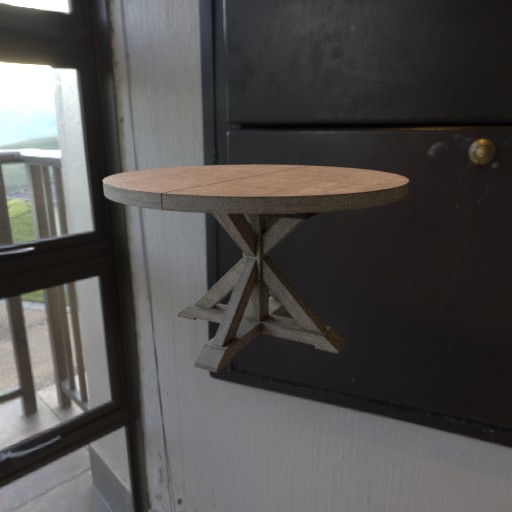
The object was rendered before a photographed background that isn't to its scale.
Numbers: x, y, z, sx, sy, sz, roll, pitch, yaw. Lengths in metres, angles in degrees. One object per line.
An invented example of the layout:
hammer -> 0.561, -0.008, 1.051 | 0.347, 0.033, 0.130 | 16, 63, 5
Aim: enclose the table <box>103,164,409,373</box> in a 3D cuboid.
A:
table -> 0.000, 0.000, 2.178 | 1.363, 0.781, 1.363 | 0, 16, 0
